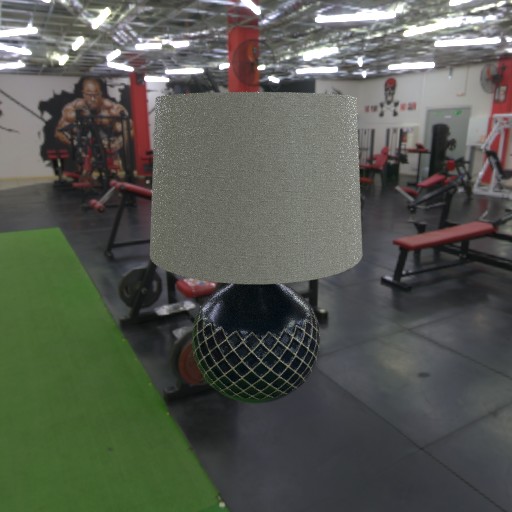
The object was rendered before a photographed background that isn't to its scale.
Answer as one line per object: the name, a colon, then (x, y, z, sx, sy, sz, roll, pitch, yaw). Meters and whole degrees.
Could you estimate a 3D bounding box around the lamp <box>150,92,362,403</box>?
lamp: (0.000, 0.000, 0.808, 0.376, 0.540, 0.376, 0, 17, 0)
